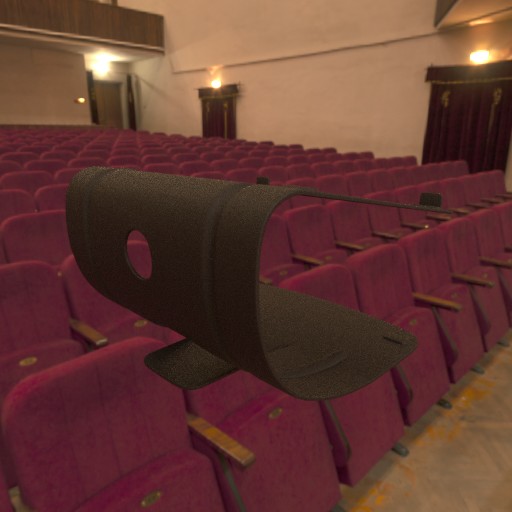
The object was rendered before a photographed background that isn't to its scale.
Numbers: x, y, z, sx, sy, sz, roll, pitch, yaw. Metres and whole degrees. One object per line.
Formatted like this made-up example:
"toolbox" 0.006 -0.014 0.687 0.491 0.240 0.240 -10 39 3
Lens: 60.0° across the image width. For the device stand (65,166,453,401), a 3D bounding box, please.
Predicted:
"device stand" 0.000 0.000 0.398 0.256 0.155 0.236 15 21 43
